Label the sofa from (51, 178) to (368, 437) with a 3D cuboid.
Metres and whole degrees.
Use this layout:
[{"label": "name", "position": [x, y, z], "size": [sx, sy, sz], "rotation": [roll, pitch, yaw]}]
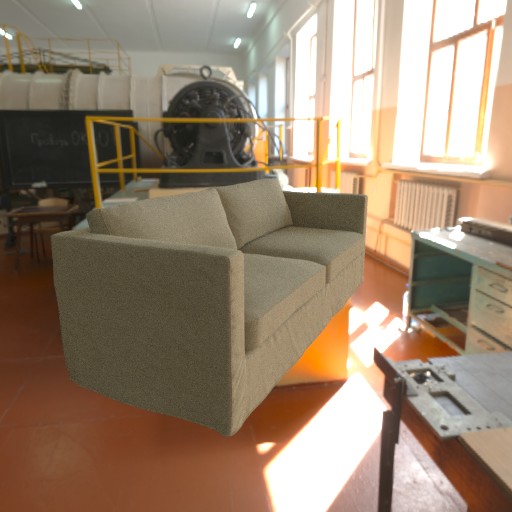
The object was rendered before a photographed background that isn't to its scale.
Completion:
[{"label": "sofa", "position": [0.000, 0.000, 2.804], "size": [0.956, 0.847, 2.296], "rotation": [7, 16, 25]}]
